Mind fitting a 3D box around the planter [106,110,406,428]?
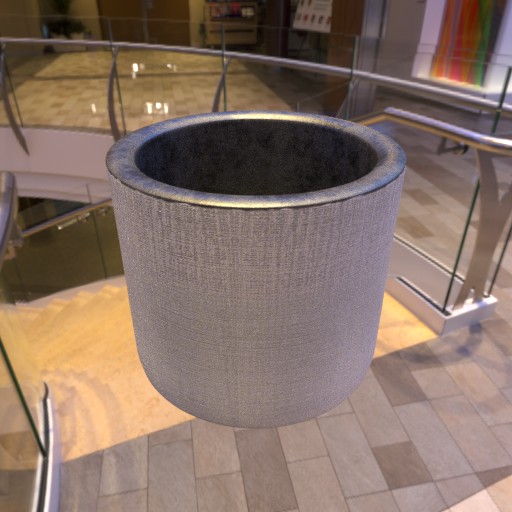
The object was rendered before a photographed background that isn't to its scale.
[{"bbox_3d":[0.000,0.000,0.217,0.125,0.112,0.125,0,31,0],"label":"planter"}]
